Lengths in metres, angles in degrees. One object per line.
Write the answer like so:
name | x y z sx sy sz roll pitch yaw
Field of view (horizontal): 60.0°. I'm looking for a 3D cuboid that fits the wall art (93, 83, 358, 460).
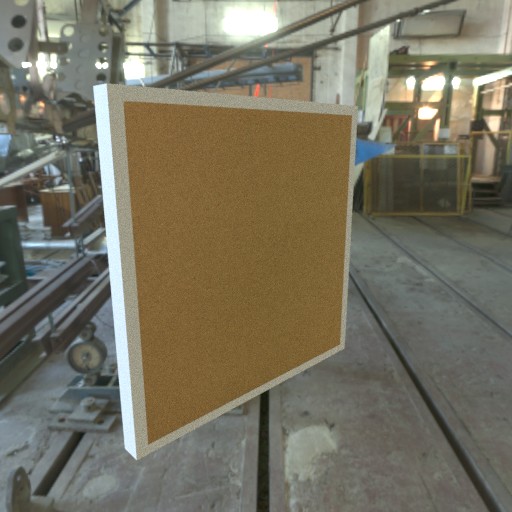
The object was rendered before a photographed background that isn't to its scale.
wall art | 0.000 0.000 0.754 0.508 0.507 0.035 -14 20 -42
